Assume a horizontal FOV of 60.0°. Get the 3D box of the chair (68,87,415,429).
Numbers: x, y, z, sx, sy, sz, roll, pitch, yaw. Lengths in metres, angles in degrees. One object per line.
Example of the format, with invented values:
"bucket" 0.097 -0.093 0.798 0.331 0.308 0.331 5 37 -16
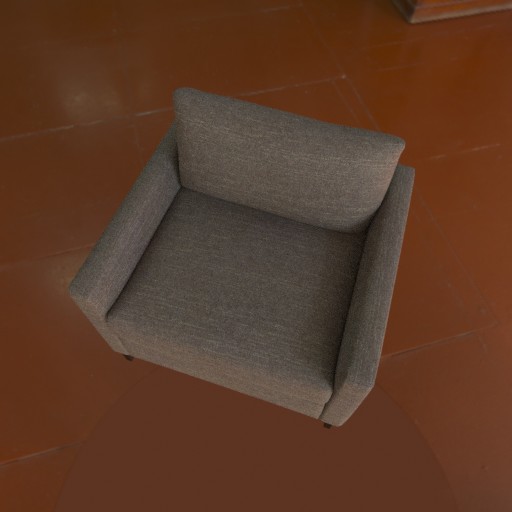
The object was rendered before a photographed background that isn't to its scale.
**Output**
"chair" 0.000 0.000 1.582 0.940 0.841 0.845 16 59 10
